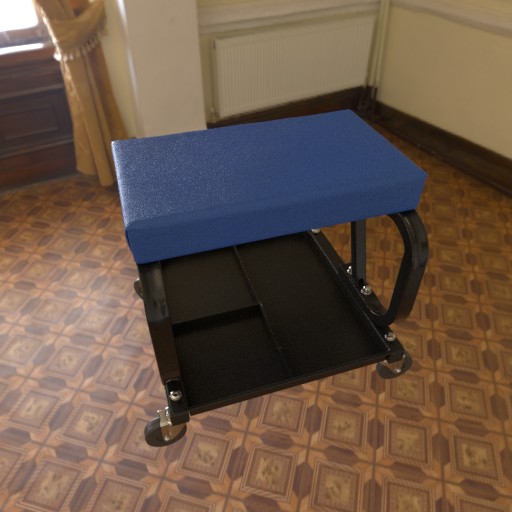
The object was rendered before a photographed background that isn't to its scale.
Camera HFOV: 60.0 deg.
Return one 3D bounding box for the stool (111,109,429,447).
[{"bbox_3d":[0.000,0.000,0.715,0.446,0.380,0.371,-12,42,-13],"label":"stool"}]
